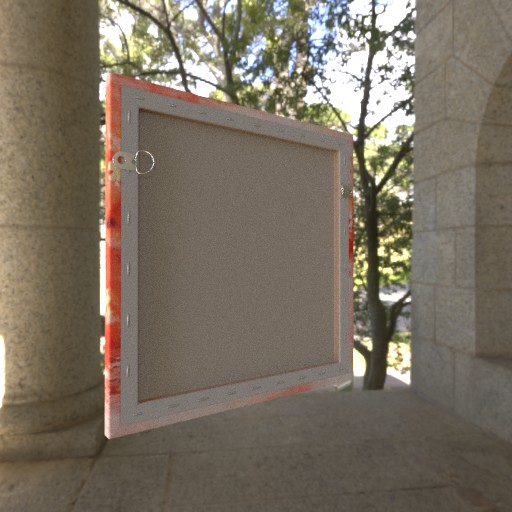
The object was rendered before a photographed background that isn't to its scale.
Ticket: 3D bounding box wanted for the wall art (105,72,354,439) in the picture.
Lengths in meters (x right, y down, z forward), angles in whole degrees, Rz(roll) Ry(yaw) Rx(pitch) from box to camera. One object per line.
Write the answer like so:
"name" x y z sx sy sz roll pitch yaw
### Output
"wall art" 0.000 0.000 1.322 0.878 0.878 0.066 0 -1 -37
